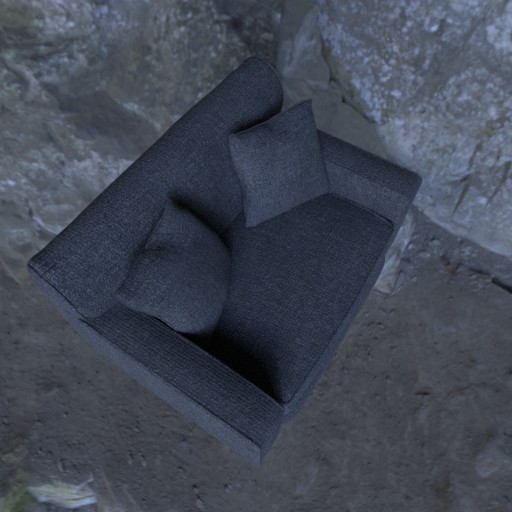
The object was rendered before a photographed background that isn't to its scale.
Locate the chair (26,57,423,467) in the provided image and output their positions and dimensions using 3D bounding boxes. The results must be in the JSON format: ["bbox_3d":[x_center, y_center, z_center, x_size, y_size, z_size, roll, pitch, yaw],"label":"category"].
[{"bbox_3d":[0.000,0.000,1.983,1.000,0.948,1.383,29,63,17],"label":"chair"}]
